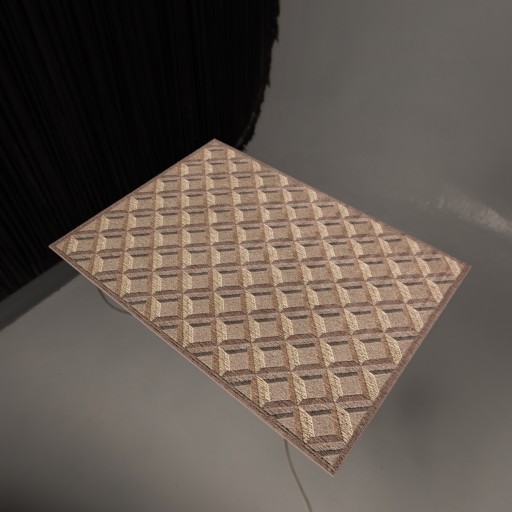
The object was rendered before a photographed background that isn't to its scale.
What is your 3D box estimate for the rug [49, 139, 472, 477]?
[{"bbox_3d":[0.000,0.000,4.243,3.294,0.018,2.382,32,56,25],"label":"rug"}]
